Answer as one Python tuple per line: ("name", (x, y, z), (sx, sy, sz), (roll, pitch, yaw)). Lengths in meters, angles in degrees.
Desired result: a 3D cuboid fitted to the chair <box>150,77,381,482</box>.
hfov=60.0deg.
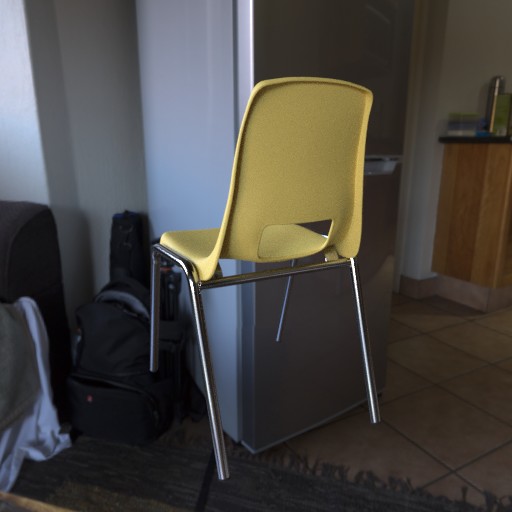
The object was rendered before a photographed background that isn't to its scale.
("chair", (0.000, 0.000, 0.926), (0.381, 0.653, 0.436), (-8, 17, -26))
